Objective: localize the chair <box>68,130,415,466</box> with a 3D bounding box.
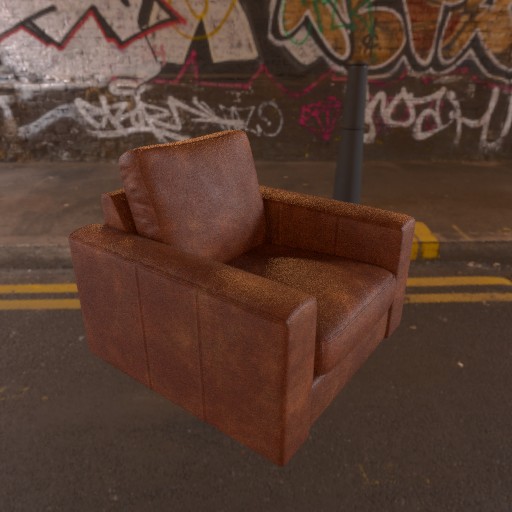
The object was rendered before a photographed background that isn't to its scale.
[{"bbox_3d":[0.000,0.000,1.786,1.016,0.873,1.005,17,29,33],"label":"chair"}]
